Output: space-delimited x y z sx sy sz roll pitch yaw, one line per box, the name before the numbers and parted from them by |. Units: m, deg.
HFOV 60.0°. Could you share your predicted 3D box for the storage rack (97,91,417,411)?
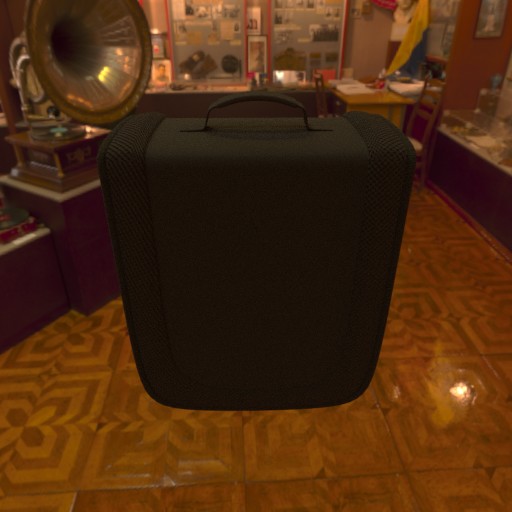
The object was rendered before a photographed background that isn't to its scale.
storage rack | 0.000 0.000 0.551 0.297 0.387 0.168 -1 30 -1
